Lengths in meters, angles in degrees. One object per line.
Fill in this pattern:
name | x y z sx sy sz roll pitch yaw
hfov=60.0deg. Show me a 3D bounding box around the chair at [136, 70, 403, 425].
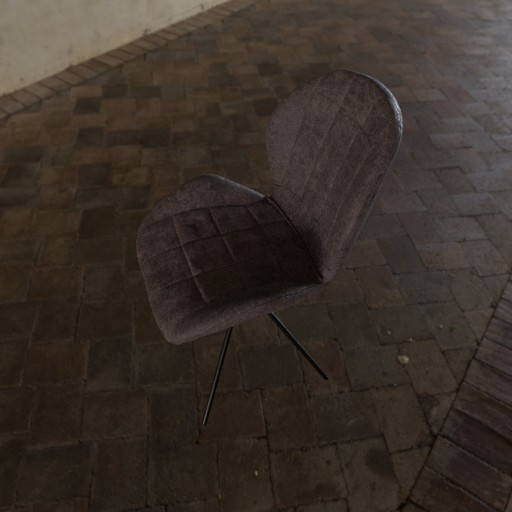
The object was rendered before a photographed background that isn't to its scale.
chair | 0.000 0.000 1.277 0.640 0.934 0.527 -16 49 -14
